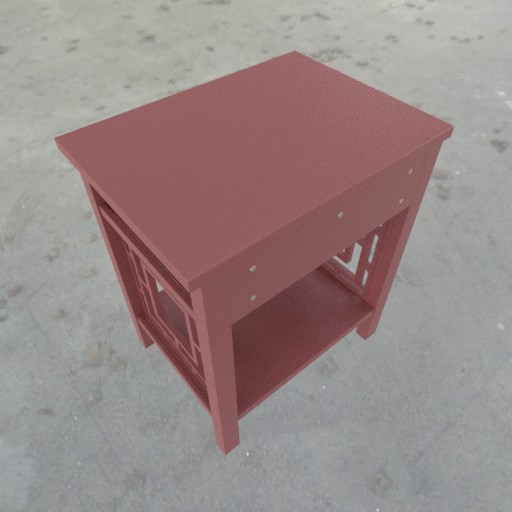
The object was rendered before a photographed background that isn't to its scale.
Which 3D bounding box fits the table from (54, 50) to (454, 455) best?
[{"bbox_3d":[0.000,0.000,1.075,0.599,0.686,0.451,-31,54,-26],"label":"table"}]
